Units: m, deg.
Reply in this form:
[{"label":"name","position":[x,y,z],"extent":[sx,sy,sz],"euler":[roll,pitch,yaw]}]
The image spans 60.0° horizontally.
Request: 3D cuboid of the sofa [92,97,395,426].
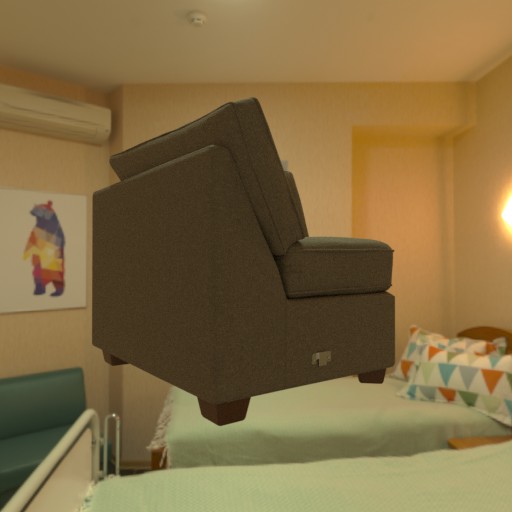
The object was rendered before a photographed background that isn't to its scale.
[{"label":"sofa","position":[0.000,0.000,1.849],"extent":[1.042,0.951,1.050],"euler":[0,-1,-36]}]
